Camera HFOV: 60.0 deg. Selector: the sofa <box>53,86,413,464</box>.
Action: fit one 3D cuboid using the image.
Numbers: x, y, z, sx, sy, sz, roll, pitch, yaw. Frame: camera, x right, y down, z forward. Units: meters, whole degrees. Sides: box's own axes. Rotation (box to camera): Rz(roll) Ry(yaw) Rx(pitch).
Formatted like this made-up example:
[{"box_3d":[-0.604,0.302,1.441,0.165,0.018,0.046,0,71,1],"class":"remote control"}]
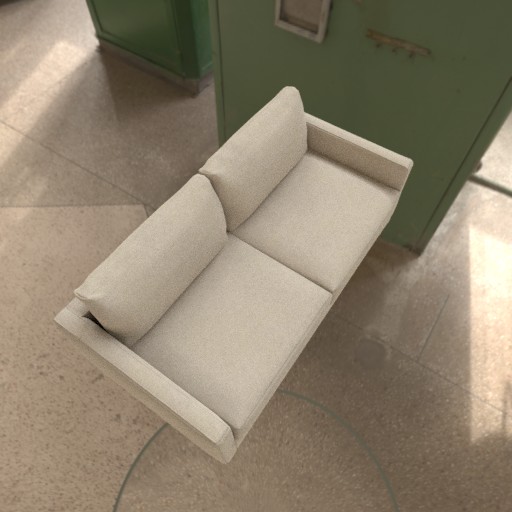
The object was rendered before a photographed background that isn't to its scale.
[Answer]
[{"box_3d":[0.000,0.000,2.187,0.875,0.840,1.682,30,63,18],"class":"sofa"}]
